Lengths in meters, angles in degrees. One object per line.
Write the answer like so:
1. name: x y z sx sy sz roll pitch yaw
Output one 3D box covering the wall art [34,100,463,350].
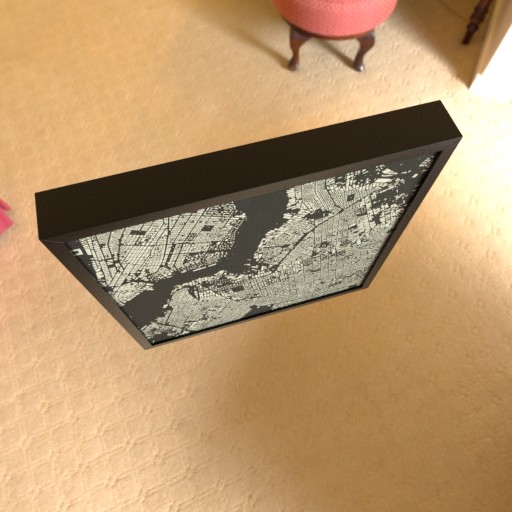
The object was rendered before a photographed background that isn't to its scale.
1. wall art: 0.000 0.000 0.443 0.299 0.299 0.037 -15 66 -7
